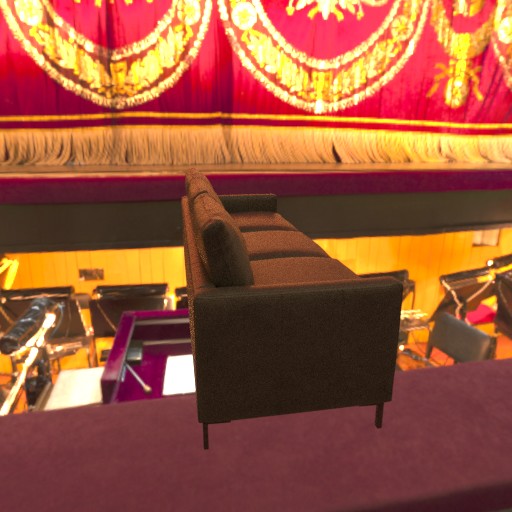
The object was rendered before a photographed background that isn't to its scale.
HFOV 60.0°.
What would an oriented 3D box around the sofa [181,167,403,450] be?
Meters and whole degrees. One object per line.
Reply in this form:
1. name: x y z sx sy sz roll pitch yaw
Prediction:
1. sofa: 0.000 0.000 2.398 0.748 0.805 2.029 -3 17 -10
